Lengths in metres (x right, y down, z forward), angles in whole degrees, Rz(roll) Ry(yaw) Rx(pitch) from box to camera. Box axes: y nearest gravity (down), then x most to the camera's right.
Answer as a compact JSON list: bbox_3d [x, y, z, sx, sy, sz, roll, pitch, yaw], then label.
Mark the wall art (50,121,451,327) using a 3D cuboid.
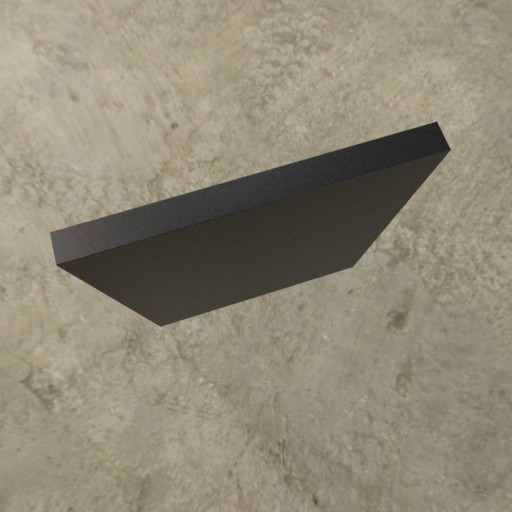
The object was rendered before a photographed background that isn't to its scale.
[{"bbox_3d":[0.000,0.000,0.535,0.325,0.380,0.028,-17,75,-5],"label":"wall art"}]
